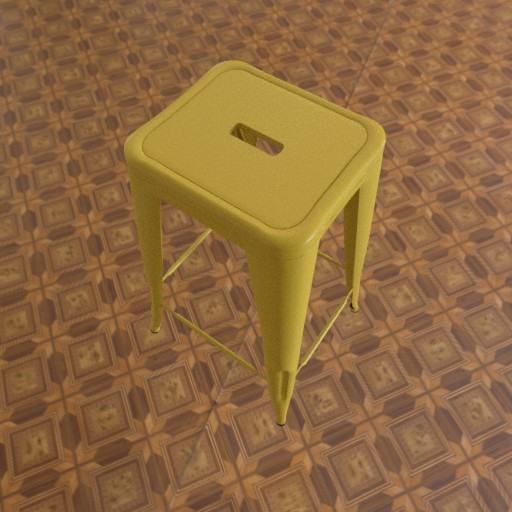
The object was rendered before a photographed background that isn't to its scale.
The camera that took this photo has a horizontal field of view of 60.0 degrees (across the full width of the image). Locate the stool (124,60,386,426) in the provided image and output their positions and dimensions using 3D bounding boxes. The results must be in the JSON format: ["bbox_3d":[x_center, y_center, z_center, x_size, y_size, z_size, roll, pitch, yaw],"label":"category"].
[{"bbox_3d":[0.000,0.000,0.855,0.399,0.609,0.359,31,63,18],"label":"stool"}]
